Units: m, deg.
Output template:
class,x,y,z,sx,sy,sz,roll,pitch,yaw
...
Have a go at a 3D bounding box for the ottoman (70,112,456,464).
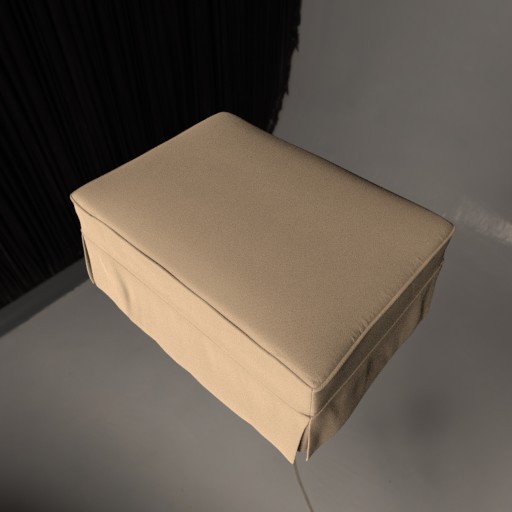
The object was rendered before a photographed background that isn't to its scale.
class,x,y,z,sx,sy,sz,roll,pitch,yaw
ottoman,0.000,0.000,1.371,0.959,0.482,0.721,34,56,27
